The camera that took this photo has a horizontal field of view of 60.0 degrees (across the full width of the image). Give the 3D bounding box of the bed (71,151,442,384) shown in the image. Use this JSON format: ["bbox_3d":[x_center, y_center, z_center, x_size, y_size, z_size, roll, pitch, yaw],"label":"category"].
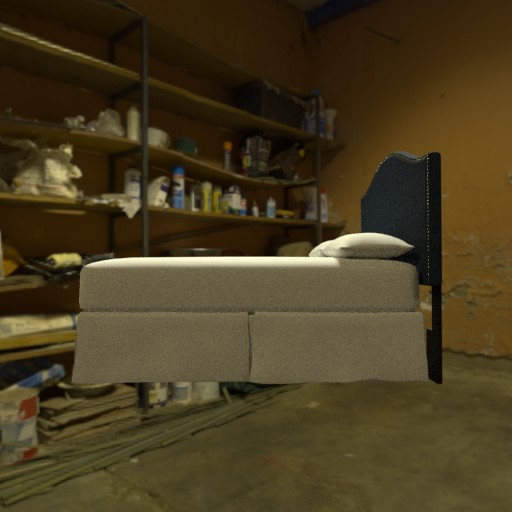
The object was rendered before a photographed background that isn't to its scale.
[{"bbox_3d":[0.000,0.000,3.345,2.153,1.518,1.713,0,-1,0],"label":"bed"}]
